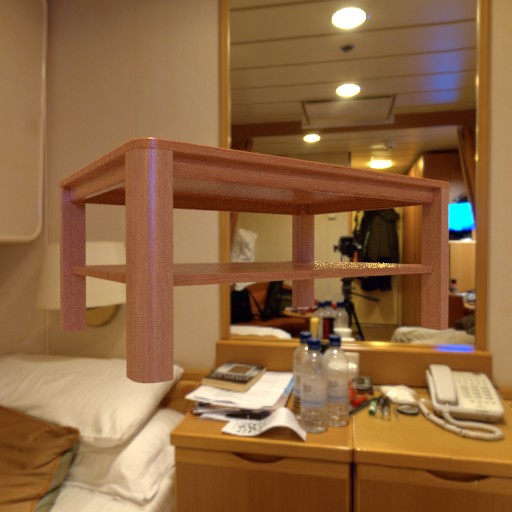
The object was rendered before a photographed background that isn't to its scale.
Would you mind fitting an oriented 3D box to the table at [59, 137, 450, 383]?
[{"bbox_3d":[0.000,0.000,1.354,0.997,0.445,0.696,-1,1,-35],"label":"table"}]
